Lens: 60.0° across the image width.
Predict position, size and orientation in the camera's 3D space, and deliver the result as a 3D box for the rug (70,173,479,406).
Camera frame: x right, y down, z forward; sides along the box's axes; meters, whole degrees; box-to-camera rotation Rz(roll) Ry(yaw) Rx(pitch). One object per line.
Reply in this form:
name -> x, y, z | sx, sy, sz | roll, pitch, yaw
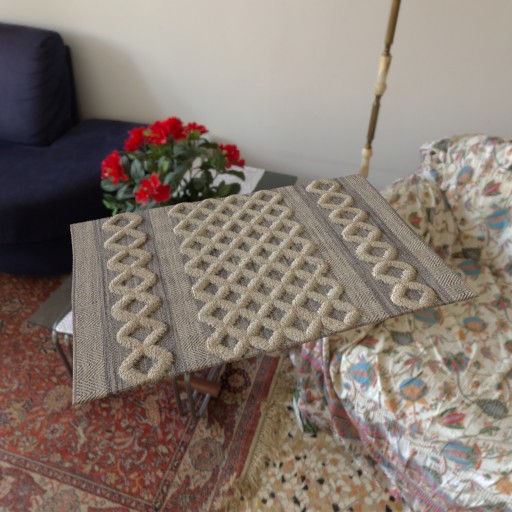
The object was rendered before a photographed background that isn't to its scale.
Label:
rug -> 0.000, 0.000, 2.925 | 2.333, 0.033, 1.513 | -12, 43, -13
